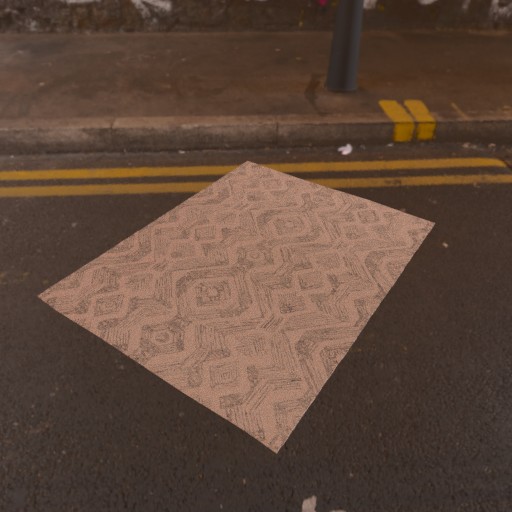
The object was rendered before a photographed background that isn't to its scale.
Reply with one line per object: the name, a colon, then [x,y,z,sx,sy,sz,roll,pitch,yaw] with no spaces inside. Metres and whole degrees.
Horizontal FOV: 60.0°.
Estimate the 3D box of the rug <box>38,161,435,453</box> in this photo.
rug: [0.000,0.000,4.200,2.430,0.030,3.054,24,45,27]
